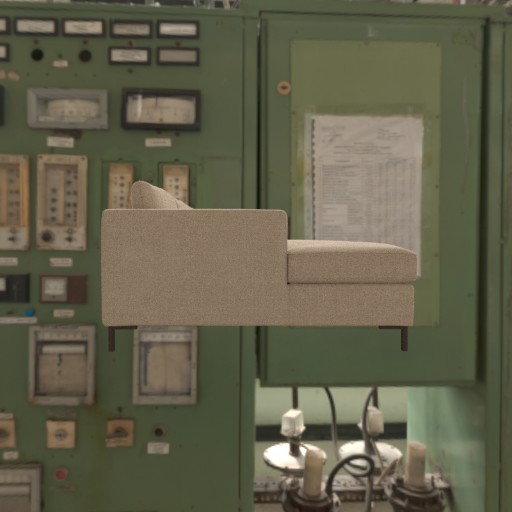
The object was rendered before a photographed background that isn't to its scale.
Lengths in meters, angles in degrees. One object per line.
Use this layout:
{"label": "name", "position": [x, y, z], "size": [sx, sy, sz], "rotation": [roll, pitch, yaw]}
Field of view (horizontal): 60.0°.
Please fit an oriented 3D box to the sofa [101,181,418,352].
{"label": "sofa", "position": [0.000, 0.000, 3.465], "size": [1.469, 0.816, 2.923], "rotation": [0, 1, -1]}
